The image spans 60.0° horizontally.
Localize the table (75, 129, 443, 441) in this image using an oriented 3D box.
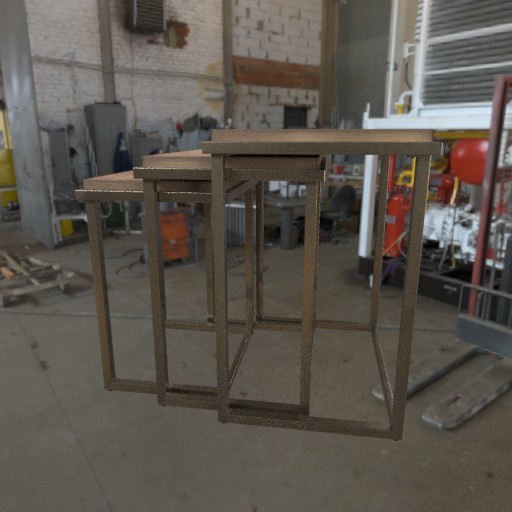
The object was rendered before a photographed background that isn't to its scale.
[{"bbox_3d":[0.000,0.000,1.118,0.706,0.610,0.559,2,16,9],"label":"table"}]
